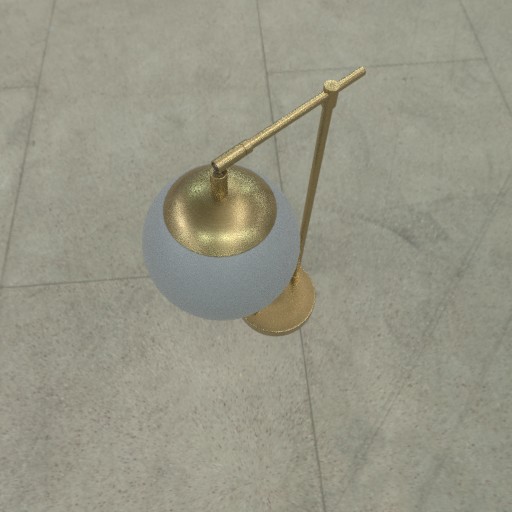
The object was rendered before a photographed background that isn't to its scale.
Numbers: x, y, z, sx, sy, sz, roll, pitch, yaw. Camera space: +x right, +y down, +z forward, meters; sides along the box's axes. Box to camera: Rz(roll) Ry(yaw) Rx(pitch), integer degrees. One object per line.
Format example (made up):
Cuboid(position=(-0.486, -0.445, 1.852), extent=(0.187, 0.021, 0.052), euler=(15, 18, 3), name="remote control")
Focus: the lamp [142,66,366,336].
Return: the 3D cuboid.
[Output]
Cuboid(position=(0.000, 0.000, 0.708), extent=(0.324, 0.559, 0.207), euler=(-37, 69, -17), name="lamp")
